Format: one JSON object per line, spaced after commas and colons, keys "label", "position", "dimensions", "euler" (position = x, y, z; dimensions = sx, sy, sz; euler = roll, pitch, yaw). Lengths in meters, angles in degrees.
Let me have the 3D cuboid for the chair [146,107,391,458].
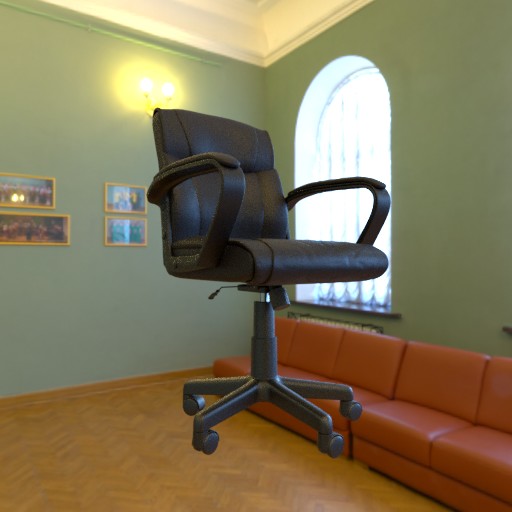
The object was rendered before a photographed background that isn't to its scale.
{"label": "chair", "position": [0.000, 0.000, 1.339], "dimensions": [0.576, 0.998, 0.641], "euler": [0, -1, -36]}
